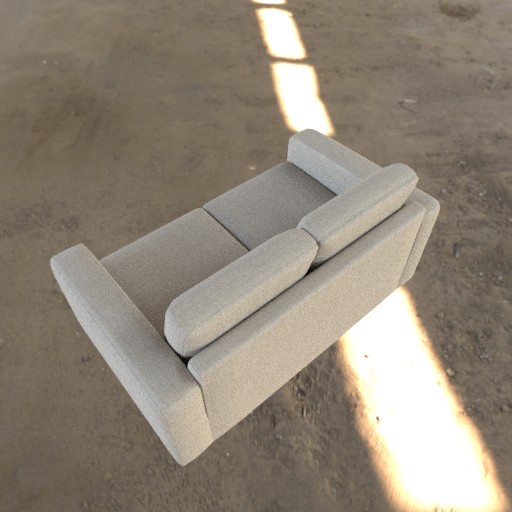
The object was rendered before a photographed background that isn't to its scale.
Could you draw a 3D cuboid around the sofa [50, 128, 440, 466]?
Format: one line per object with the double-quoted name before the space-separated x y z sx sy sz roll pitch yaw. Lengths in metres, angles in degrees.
"sofa" 0.000 0.000 2.057 1.540 0.800 0.900 -33 56 -26
